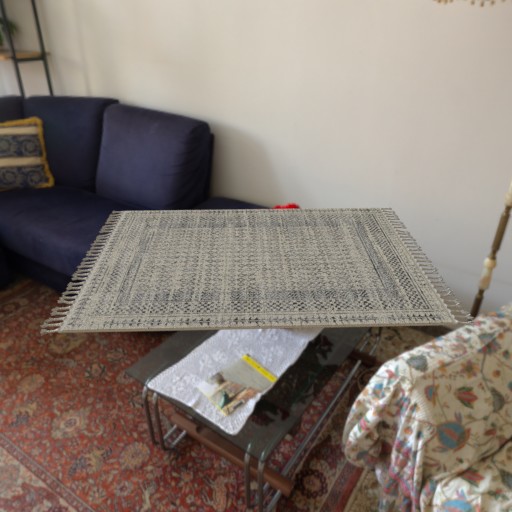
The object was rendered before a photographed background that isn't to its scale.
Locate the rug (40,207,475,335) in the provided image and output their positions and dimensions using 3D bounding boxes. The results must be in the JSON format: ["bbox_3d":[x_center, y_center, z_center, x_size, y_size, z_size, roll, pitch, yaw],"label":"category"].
[{"bbox_3d":[0.000,0.000,2.400,1.872,0.013,1.243,-1,30,-2],"label":"rug"}]
